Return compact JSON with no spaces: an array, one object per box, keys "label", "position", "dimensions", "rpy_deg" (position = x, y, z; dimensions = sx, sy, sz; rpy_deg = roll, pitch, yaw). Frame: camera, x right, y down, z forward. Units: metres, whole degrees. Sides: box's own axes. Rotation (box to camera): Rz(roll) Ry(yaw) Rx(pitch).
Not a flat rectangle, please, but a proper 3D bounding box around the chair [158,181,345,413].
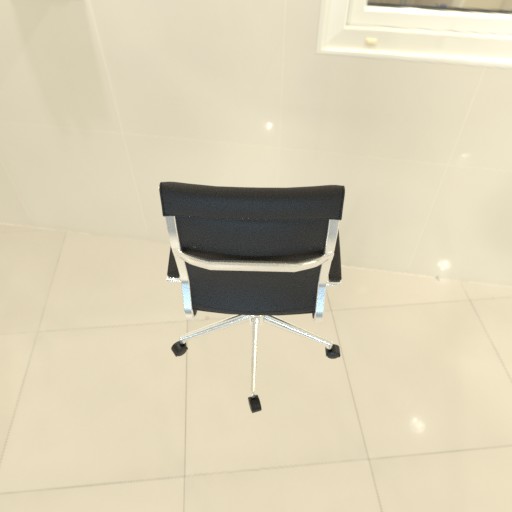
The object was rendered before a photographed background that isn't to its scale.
[{"label":"chair","position":[0.000,0.000,1.665],"dimensions":[0.766,1.149,0.739],"rpy_deg":[1,47,1]}]
